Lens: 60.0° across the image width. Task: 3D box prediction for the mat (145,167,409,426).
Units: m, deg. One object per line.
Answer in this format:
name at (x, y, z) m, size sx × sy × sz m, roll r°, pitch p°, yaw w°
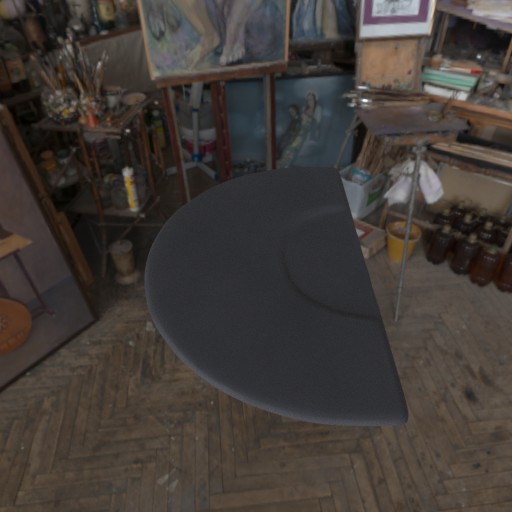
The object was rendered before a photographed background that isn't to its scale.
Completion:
mat at (0.000, 0.000, 1.874) m, size 0.917 × 0.022 × 1.525 m, roll 0°, pitch 40°, yaw 0°
